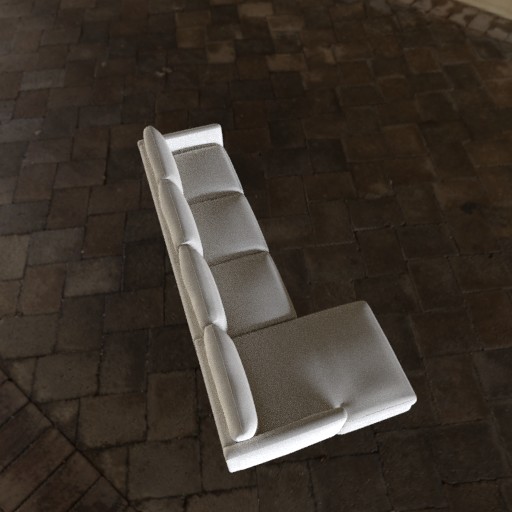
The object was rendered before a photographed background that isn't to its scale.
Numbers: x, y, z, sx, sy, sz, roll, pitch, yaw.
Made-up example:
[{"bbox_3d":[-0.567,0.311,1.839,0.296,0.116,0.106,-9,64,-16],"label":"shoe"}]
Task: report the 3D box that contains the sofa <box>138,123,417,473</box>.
[{"bbox_3d":[0.000,0.000,3.935,1.467,0.875,3.186,-16,58,-10],"label":"sofa"}]
